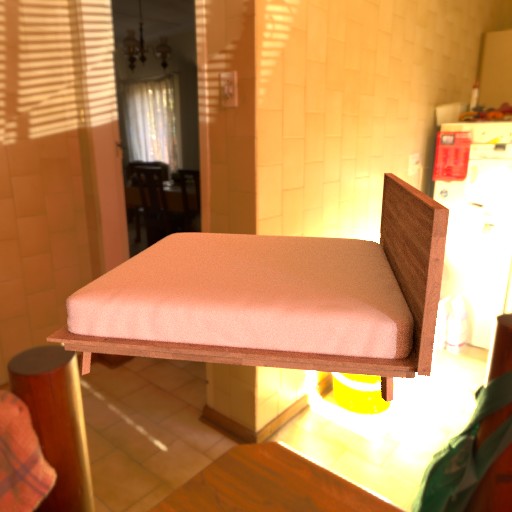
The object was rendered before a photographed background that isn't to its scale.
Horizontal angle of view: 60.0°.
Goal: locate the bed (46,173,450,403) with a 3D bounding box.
[{"bbox_3d":[0.000,0.000,3.347,2.167,1.100,2.116,3,15,9],"label":"bed"}]
